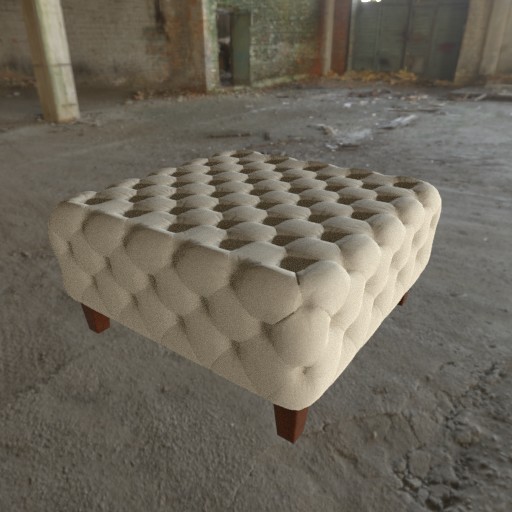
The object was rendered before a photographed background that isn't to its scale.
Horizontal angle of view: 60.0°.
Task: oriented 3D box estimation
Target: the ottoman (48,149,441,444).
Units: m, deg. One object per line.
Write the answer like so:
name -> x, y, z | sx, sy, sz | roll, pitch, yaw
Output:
ottoman -> 0.000, 0.000, 1.199 | 0.753, 0.376, 0.755 | 18, 31, 32
